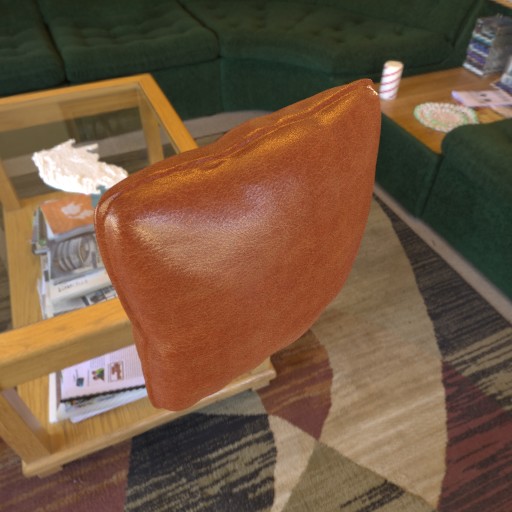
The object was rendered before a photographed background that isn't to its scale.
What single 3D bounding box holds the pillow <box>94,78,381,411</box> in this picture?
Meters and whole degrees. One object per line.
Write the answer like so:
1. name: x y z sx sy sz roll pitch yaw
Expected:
1. pillow: 0.000 0.000 0.803 0.532 0.523 0.236 -32 53 -28
